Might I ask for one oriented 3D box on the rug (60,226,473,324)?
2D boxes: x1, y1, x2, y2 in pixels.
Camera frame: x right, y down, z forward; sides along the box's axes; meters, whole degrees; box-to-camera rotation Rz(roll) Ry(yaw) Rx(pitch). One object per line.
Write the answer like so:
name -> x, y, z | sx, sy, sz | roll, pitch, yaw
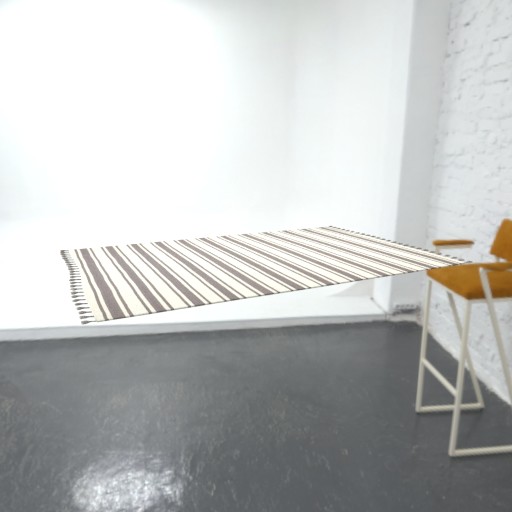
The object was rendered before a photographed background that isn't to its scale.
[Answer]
rug -> 0.000, 0.000, 3.060 | 2.425, 0.014, 1.563 | -7, 15, -25
